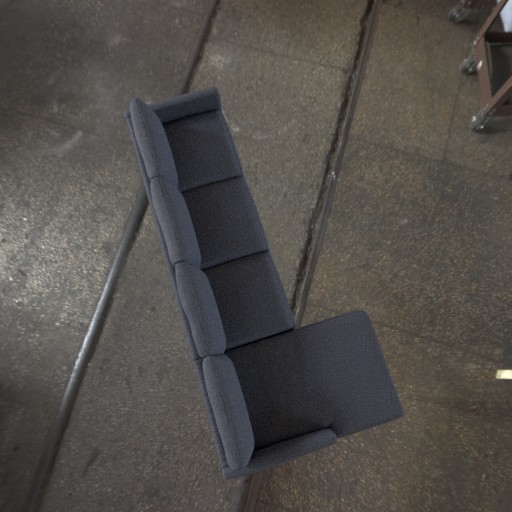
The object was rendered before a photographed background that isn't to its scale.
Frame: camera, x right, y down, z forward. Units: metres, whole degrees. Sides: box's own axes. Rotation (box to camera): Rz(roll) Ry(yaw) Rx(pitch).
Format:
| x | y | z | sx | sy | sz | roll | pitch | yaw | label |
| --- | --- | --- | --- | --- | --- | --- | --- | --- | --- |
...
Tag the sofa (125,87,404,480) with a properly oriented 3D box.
| x | y | z | sx | sy | sz | roll | pitch | yaw | label |
| --- | --- | --- | --- | --- | --- | --- | --- | --- | --- |
| 0.000 | 0.000 | 2.903 | 1.125 | 0.673 | 2.445 | -17 | 75 | -5 | sofa |
